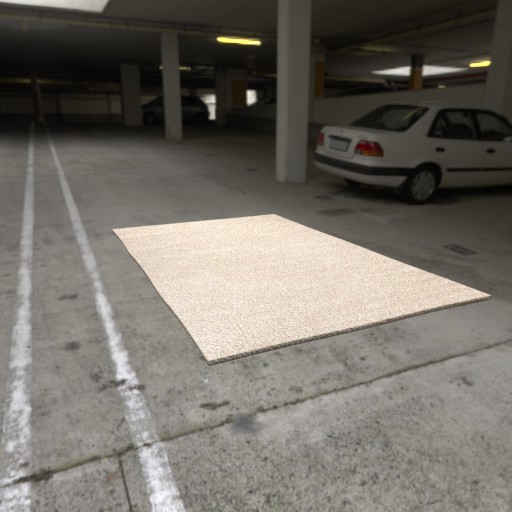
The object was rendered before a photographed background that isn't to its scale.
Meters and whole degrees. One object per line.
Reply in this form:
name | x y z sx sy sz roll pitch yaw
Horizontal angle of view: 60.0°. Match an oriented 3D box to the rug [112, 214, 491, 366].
rug | 0.000 0.000 2.931 1.500 0.025 2.346 -8 18 -24
